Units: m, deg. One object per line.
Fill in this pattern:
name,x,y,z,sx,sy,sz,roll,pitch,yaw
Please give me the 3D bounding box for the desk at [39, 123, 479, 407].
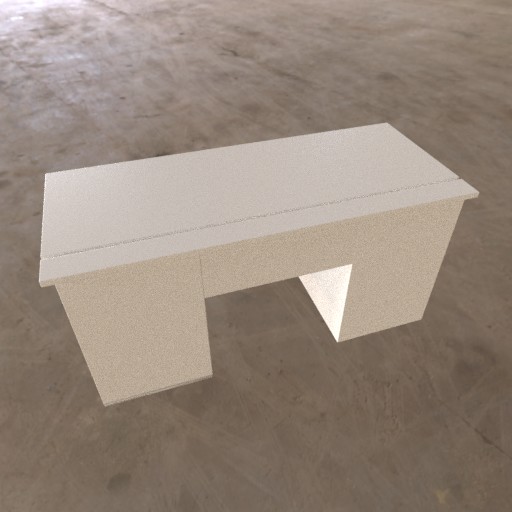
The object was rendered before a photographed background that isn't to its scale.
desk,0.000,0.000,1.994,1.580,0.760,0.670,-12,42,-14
